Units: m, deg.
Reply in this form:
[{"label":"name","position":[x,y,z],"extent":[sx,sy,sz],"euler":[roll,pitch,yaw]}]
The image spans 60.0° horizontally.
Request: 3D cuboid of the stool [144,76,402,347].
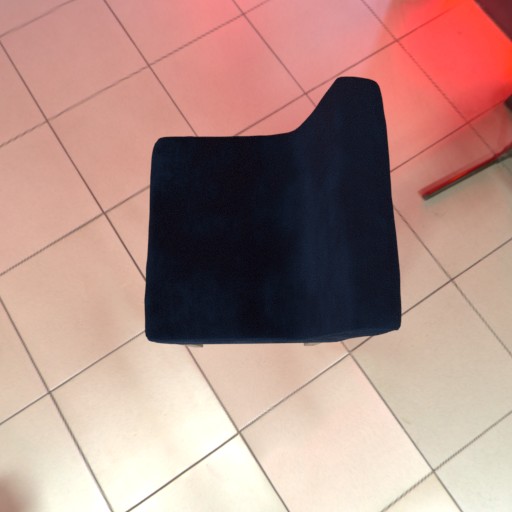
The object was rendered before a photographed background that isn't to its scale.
[{"label":"stool","position":[0.000,0.000,1.262],"extent":[0.516,0.945,0.511],"euler":[-1,76,0]}]
